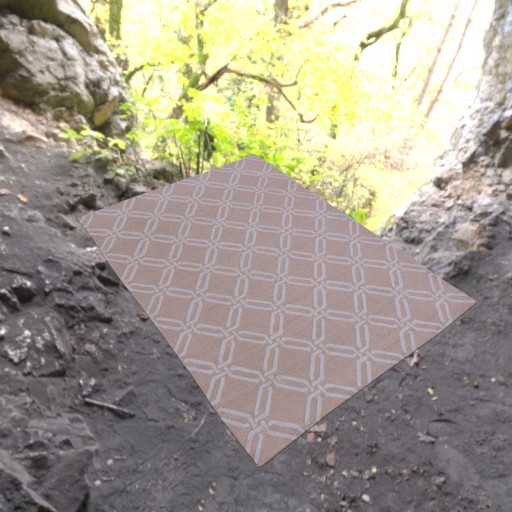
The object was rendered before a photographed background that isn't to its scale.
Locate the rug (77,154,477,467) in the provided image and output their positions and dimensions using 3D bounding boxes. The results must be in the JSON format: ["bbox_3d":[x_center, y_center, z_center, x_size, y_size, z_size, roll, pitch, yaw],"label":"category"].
[{"bbox_3d":[0.000,0.000,4.399,2.452,0.020,3.365,-26,48,-26],"label":"rug"}]
